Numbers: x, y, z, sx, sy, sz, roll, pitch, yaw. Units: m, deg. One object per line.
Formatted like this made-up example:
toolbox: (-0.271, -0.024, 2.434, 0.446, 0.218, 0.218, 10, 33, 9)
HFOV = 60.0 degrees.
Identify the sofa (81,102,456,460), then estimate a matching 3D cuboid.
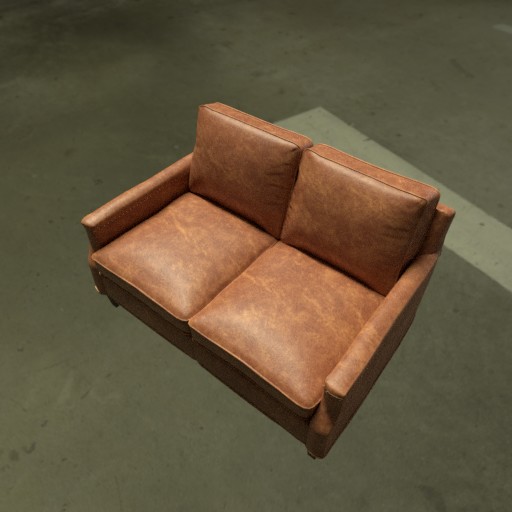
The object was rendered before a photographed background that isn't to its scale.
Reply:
sofa: (0.000, 0.000, 2.311, 1.597, 1.003, 1.084, 30, 53, 26)
